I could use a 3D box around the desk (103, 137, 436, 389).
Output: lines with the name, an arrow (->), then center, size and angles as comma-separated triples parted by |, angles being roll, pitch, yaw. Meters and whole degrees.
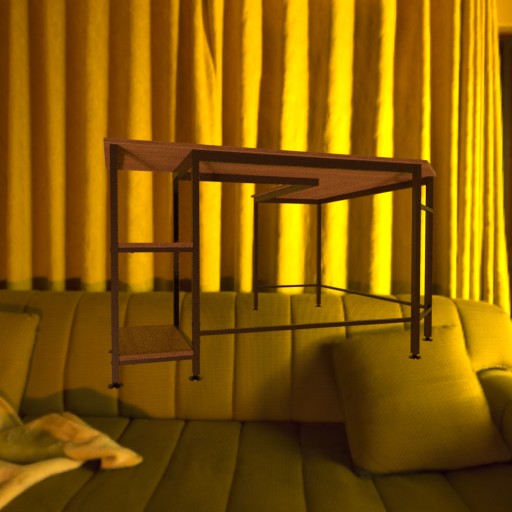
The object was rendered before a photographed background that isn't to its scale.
desk -> 0.000, 0.000, 2.163 | 1.379, 0.739, 1.379 | -1, 2, -18
